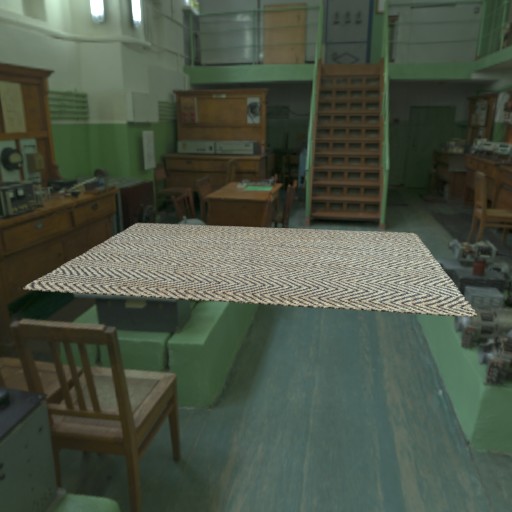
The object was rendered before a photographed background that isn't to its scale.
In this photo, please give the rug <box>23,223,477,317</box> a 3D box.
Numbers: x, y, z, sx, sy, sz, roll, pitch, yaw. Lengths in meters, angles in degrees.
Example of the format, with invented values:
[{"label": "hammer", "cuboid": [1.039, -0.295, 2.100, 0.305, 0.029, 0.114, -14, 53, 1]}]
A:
[{"label": "rug", "cuboid": [0.000, 0.000, 2.314, 1.828, 0.008, 1.219, 3, 18, 8]}]
